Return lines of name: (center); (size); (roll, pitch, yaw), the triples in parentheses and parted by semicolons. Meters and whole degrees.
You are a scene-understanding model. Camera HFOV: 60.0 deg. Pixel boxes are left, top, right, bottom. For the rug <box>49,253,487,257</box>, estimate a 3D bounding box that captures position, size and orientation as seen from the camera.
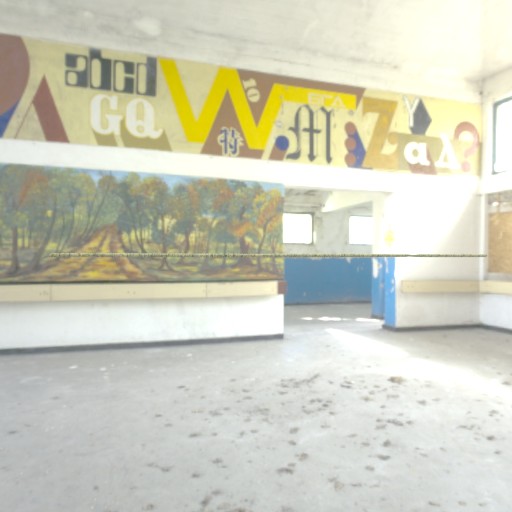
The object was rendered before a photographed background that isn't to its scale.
rug: (0.000, 0.000, 2.340); (1.846, 0.014, 1.243); (0, 0, -18)
